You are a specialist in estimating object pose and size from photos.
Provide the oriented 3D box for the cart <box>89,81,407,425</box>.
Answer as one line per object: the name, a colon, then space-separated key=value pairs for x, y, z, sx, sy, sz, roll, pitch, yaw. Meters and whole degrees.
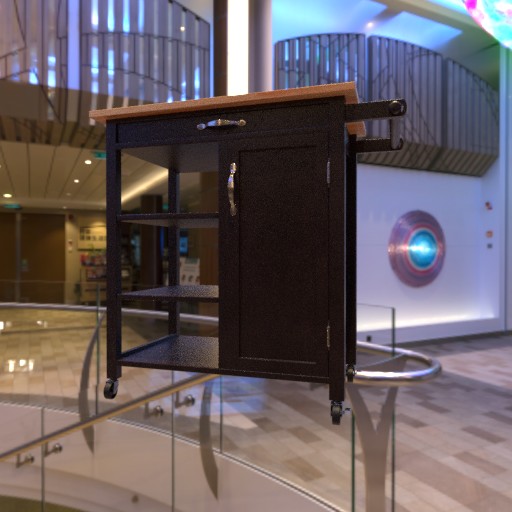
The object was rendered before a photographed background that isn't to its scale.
cart: x=0.000 y=0.000 z=1.437 sx=0.914 sy=0.878 sz=0.472 roll=0 pitch=0 yaw=17
